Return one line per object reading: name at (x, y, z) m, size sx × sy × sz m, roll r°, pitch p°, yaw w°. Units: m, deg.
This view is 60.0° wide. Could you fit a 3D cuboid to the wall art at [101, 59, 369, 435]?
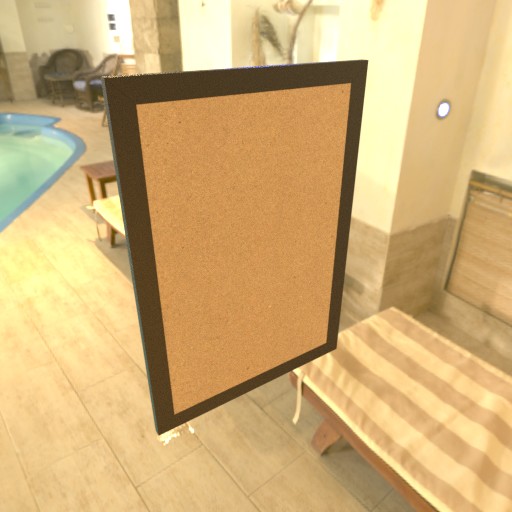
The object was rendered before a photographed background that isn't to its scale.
wall art at (0.000, 0.000, 0.677) m, size 0.381 × 0.534 × 0.013 m, roll -18°, pitch 33°, yaw -29°
